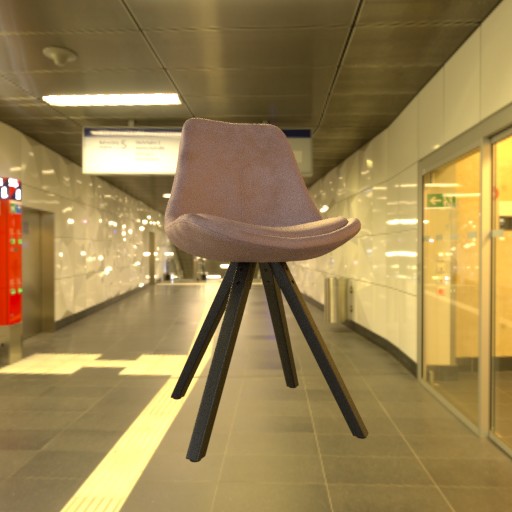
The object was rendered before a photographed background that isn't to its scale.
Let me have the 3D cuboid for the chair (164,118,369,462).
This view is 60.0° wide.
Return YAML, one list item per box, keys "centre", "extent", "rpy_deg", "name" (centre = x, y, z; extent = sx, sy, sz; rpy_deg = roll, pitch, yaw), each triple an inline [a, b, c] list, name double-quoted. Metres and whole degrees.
- centre: [0.000, 0.000, 1.201]
  extent: [0.483, 0.865, 0.547]
  rpy_deg: [0, 1, -17]
  name: "chair"
